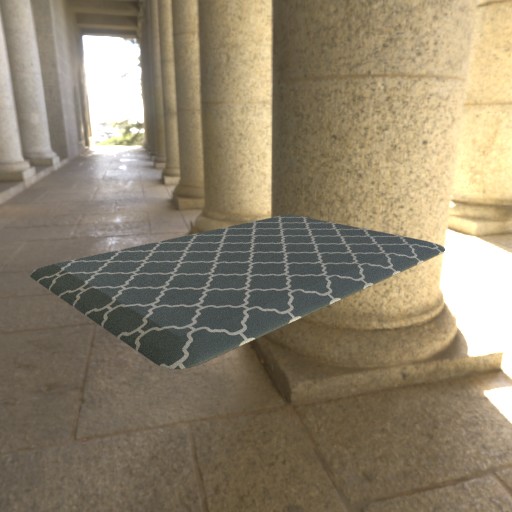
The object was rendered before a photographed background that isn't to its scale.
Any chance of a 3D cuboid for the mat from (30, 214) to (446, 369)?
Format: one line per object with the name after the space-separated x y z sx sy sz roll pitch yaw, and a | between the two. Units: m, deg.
0.000 0.000 0.937 0.762 0.021 0.508 -16 23 -42 | mat
